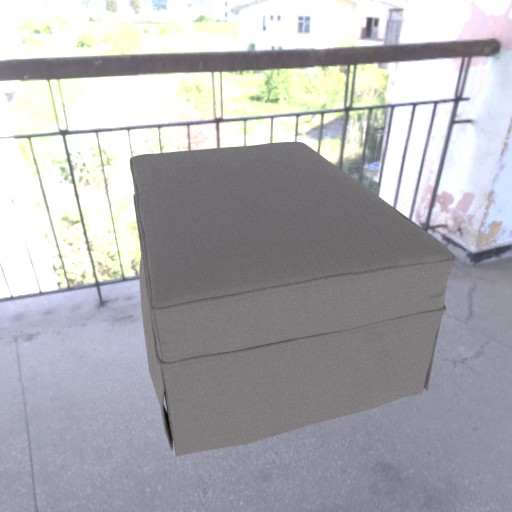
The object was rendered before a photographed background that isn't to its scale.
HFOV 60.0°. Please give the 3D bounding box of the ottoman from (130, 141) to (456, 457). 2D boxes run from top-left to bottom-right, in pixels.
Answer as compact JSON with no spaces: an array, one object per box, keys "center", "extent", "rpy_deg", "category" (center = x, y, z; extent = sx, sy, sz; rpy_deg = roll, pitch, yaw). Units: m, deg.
[{"center":[0.000,0.000,1.318],"extent":[0.703,0.479,0.944],"rpy_deg":[-9,31,-14],"category":"ottoman"}]
